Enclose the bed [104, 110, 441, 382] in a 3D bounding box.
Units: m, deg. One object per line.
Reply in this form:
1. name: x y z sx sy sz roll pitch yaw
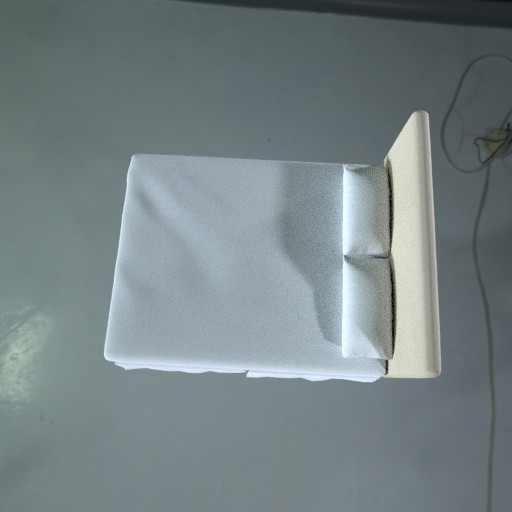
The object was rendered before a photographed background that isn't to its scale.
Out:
1. bed: 0.000 0.000 3.241 2.142 1.330 1.723 3 75 1
